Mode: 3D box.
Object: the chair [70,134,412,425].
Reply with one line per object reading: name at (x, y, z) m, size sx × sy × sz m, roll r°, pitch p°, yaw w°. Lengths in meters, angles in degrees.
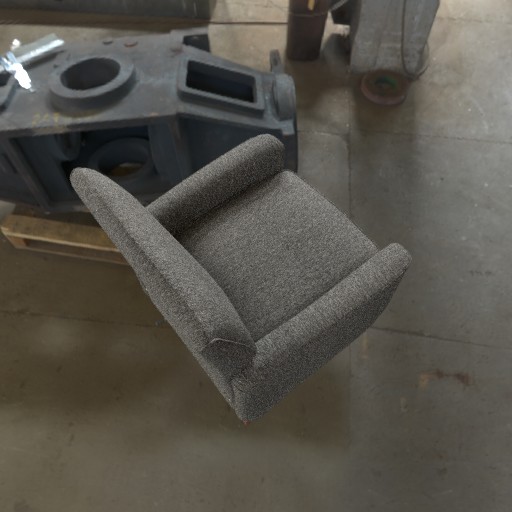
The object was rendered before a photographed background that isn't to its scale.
chair at (0.000, 0.000, 1.659) m, size 0.864 × 1.014 × 0.848 m, roll -34°, pitch 64°, yaw -19°
